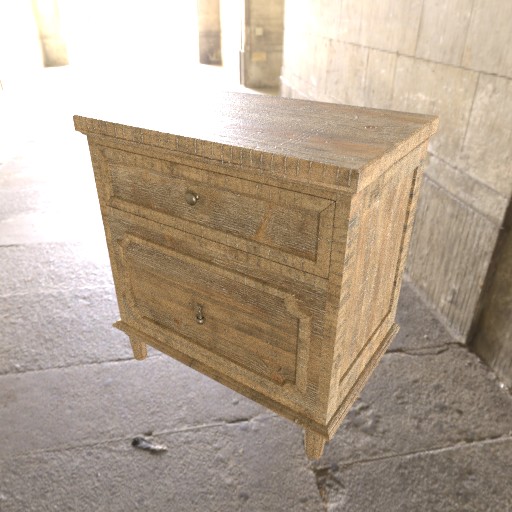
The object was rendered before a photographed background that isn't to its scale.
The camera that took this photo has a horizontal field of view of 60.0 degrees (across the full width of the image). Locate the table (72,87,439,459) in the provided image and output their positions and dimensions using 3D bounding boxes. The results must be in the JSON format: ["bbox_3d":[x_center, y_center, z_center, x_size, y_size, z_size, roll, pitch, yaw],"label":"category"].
[{"bbox_3d":[0.000,0.000,1.151,0.686,0.711,0.457,19,35,29],"label":"table"}]
